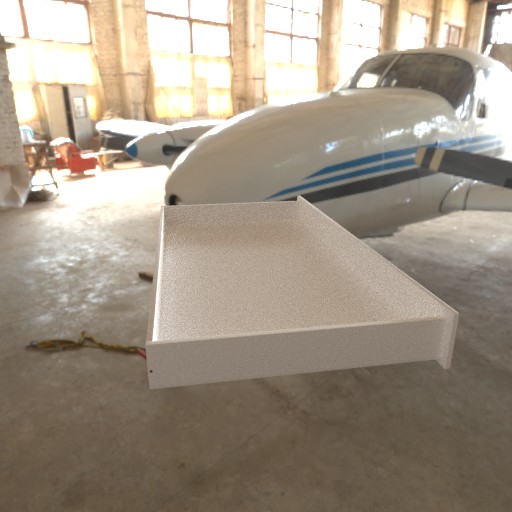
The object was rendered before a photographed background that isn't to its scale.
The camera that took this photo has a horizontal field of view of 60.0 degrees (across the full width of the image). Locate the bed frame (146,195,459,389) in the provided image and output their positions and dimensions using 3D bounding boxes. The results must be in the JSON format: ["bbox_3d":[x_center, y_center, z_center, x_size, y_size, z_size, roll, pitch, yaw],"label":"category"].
[{"bbox_3d":[0.000,0.000,1.536,0.670,0.141,1.300,-3,20,-10],"label":"bed frame"}]
